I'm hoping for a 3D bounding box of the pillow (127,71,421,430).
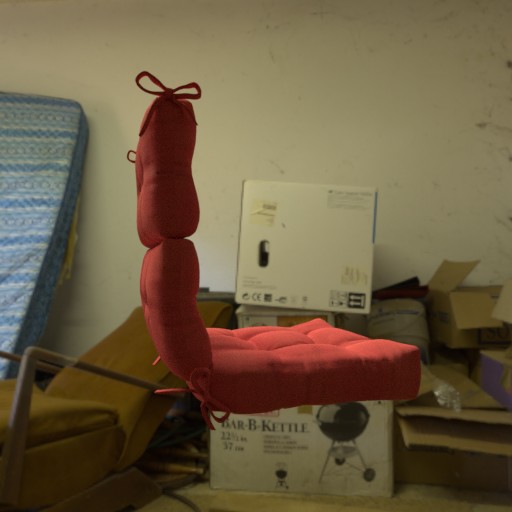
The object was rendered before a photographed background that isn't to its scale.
[{"bbox_3d":[0.000,0.000,1.029,0.571,0.605,0.519,0,-1,-17],"label":"pillow"}]
